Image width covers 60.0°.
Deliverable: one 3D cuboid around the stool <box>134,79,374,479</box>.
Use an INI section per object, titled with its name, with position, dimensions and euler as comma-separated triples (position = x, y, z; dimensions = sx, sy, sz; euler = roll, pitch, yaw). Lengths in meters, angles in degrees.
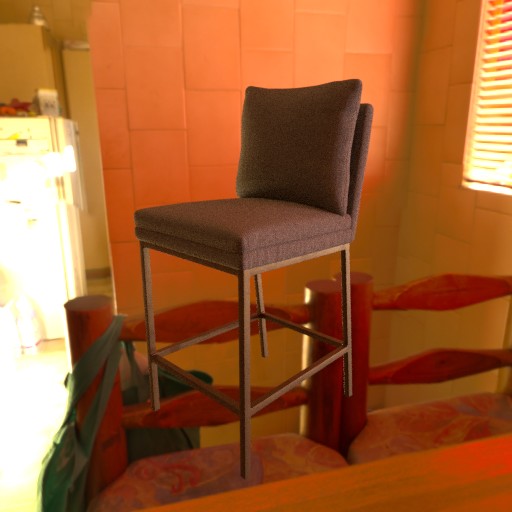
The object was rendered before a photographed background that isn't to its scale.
[stool]
position = 0.000, 0.000, 1.364
dimensions = 0.463, 1.031, 0.569
euler = 15, 21, 42
